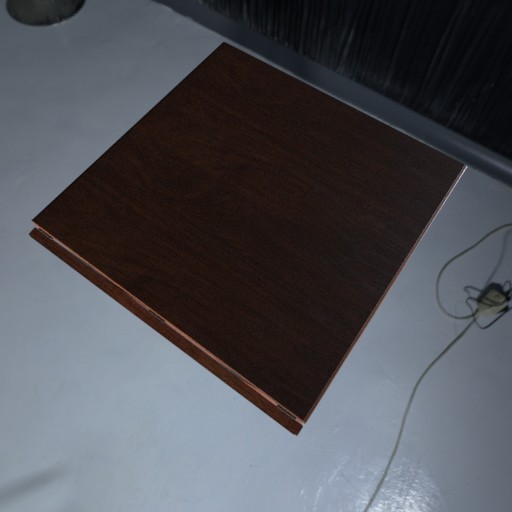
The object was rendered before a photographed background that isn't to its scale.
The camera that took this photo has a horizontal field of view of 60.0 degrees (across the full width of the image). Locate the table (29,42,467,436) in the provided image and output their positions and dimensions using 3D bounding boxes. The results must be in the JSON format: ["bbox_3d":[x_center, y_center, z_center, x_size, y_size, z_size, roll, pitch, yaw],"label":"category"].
[{"bbox_3d":[0.000,0.000,1.477,0.812,0.763,0.843,33,69,14],"label":"table"}]
